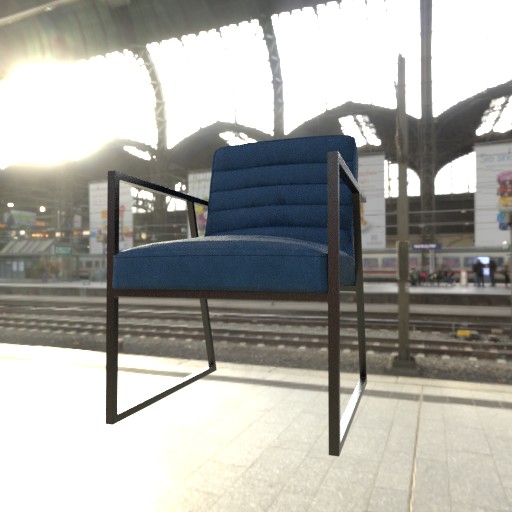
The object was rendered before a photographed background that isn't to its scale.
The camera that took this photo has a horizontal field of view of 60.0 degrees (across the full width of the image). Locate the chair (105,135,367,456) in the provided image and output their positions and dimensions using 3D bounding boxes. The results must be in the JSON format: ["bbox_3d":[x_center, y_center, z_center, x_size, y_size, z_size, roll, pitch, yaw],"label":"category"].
[{"bbox_3d":[0.000,0.000,1.289,0.571,0.833,0.677,-1,-2,19],"label":"chair"}]
